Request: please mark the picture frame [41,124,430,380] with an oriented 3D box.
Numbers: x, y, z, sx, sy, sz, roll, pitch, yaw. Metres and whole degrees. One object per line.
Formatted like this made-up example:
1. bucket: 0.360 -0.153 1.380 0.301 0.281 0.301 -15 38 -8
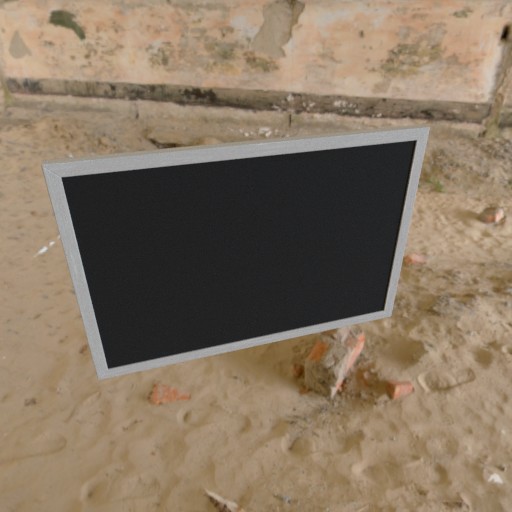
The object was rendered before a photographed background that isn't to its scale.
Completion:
1. picture frame: 0.000 0.000 1.227 0.950 0.640 0.029 -9 33 -15
